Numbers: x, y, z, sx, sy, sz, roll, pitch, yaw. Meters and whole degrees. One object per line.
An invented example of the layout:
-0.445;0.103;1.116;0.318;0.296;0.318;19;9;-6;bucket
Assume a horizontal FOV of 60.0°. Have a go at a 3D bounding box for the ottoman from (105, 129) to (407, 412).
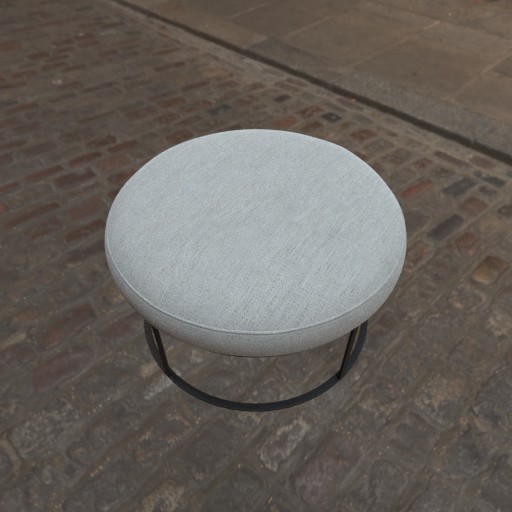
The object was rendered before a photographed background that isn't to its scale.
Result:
0.000;0.000;1.256;0.769;0.459;0.769;0;47;0;ottoman
